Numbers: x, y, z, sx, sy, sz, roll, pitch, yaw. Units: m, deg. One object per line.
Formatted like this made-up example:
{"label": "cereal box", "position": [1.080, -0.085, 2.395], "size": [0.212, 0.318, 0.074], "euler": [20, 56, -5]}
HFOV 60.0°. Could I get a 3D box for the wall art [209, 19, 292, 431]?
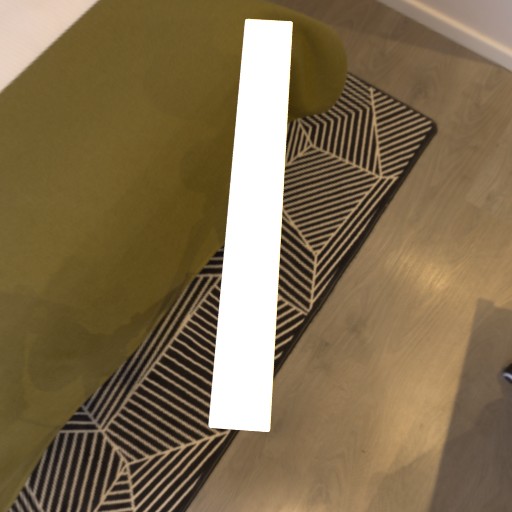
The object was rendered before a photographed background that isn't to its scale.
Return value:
{"label": "wall art", "position": [0.000, 0.000, 0.456], "size": [0.038, 0.305, 0.305], "euler": [4, 74, 1]}
